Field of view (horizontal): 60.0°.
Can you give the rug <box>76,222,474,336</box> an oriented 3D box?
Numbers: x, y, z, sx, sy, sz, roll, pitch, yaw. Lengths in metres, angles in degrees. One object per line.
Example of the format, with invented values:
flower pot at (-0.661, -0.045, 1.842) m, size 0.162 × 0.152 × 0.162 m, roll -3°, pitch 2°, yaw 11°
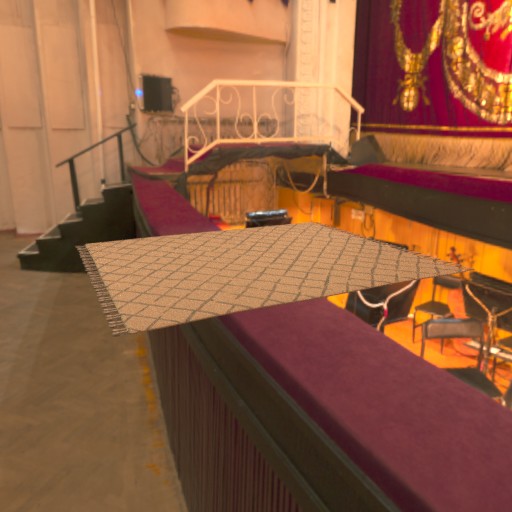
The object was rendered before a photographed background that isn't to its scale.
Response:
rug at (0.000, 0.000, 4.996) m, size 3.585 × 0.036 × 2.892 m, roll -7°, pitch 17°, yaw -25°
